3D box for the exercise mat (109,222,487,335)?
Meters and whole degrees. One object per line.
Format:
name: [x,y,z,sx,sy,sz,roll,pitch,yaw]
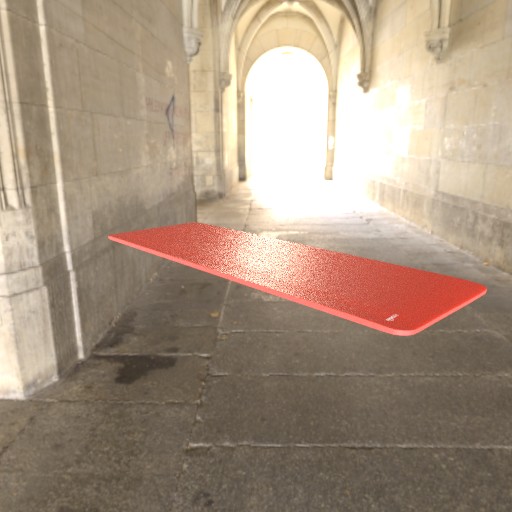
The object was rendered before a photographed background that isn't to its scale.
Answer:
exercise mat: [0.000,0.000,2.081,0.616,0.021,1.869,-13,20,-42]
